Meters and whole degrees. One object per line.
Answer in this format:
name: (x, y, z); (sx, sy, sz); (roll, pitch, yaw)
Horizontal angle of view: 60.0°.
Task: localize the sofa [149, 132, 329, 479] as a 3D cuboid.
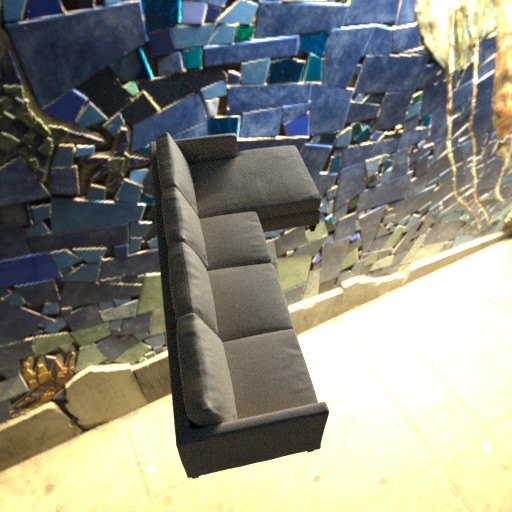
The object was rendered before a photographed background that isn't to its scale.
sofa: (0.000, 0.000, 3.872); (1.625, 0.846, 3.186); (-9, 48, -8)
